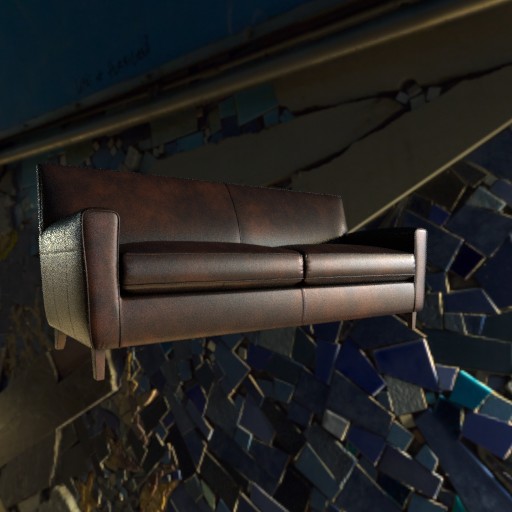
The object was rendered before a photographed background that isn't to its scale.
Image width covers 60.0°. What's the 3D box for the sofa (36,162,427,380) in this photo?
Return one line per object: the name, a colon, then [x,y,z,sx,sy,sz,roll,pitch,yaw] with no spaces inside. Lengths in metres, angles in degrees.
sofa: [0.000,0.000,2.352,1.995,0.871,0.786,0,0,-36]
